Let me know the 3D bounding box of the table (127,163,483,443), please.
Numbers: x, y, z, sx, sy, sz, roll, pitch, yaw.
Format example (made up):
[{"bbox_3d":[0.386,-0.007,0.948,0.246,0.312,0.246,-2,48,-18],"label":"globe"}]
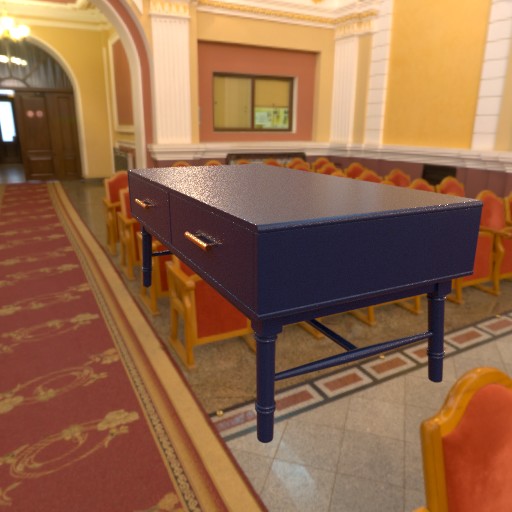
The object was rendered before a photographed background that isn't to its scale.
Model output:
[{"bbox_3d":[0.000,0.000,1.360,0.572,0.457,1.067,-8,18,-26],"label":"table"}]
